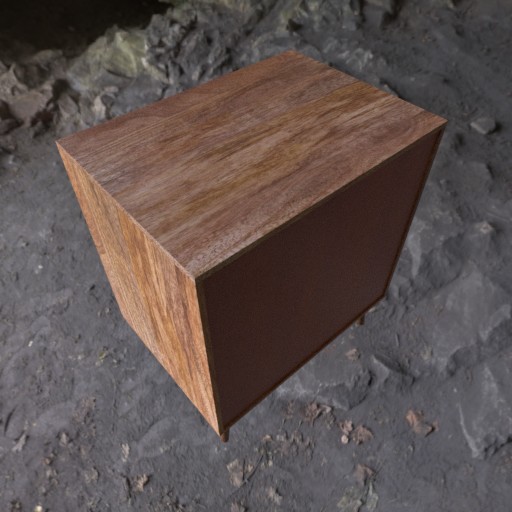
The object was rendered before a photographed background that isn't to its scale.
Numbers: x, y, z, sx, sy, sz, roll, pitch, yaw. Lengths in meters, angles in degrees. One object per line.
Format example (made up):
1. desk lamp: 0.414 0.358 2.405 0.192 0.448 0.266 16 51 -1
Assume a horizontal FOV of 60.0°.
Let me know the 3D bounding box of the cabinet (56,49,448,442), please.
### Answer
1. cabinet: 0.000 0.000 1.176 0.647 0.758 0.473 -33 55 -26
